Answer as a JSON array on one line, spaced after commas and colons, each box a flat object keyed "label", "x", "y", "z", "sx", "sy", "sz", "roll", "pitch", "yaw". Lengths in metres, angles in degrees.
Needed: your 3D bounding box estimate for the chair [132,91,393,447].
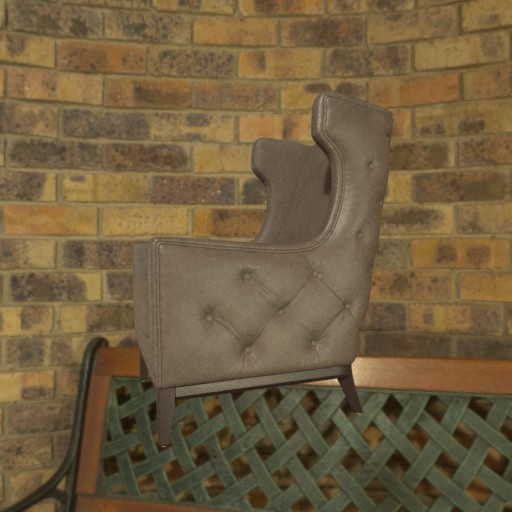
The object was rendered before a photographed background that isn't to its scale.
[{"label": "chair", "x": 0.000, "y": 0.000, "z": 1.712, "sx": 0.899, "sy": 1.079, "sz": 0.769, "roll": 0, "pitch": 1, "yaw": -19}]
